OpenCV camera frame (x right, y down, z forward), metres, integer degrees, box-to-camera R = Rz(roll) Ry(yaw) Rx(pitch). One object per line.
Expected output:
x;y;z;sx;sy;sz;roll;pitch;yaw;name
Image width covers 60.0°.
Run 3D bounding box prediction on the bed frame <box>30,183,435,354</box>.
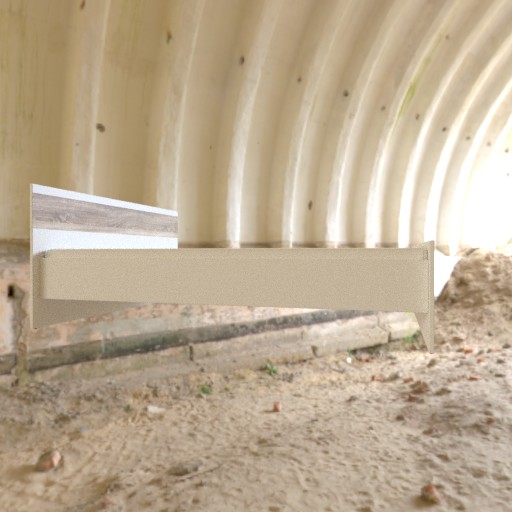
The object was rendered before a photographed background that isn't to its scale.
0.000;0.000;2.947;2.060;0.800;1.720;0;0;17;bed frame
